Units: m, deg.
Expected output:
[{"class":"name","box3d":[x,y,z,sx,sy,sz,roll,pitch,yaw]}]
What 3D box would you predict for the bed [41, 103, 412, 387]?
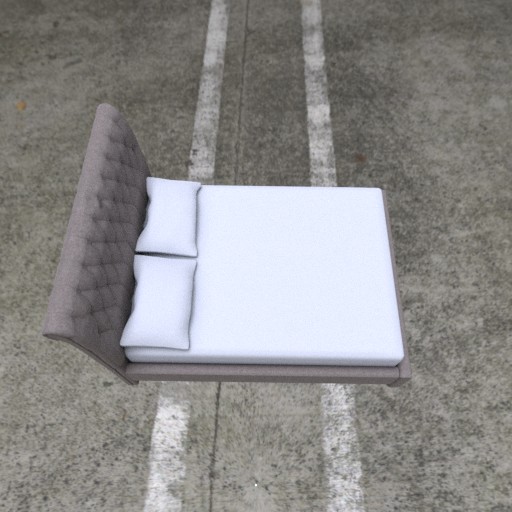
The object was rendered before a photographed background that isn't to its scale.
[{"class":"bed","box3d":[0.000,0.000,3.275,2.252,1.371,1.645,1,63,0]}]
